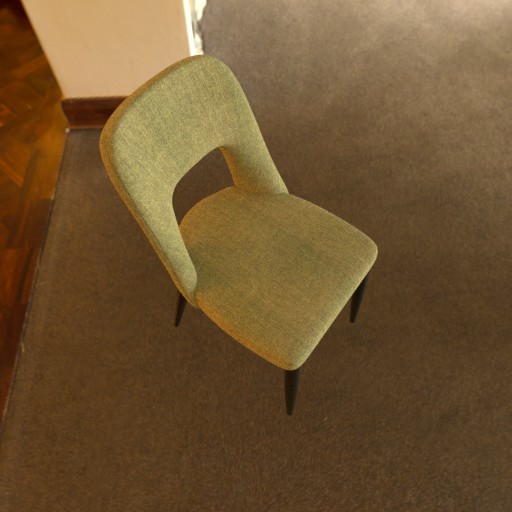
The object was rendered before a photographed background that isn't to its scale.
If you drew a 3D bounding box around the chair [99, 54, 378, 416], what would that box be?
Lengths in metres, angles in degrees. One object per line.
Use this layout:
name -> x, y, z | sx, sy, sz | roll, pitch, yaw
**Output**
chair -> 0.000, 0.000, 1.282 | 0.612, 0.931, 0.470 | 33, 64, 18
